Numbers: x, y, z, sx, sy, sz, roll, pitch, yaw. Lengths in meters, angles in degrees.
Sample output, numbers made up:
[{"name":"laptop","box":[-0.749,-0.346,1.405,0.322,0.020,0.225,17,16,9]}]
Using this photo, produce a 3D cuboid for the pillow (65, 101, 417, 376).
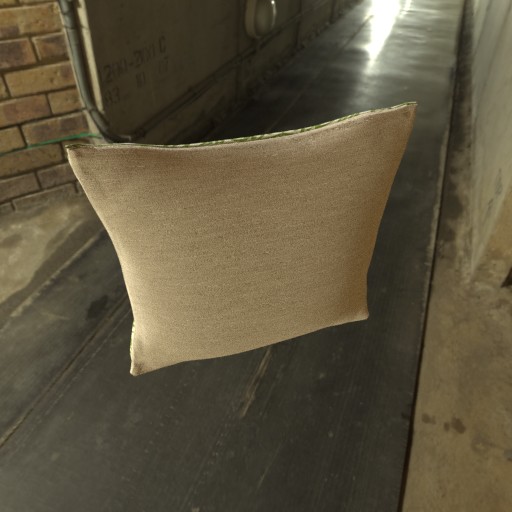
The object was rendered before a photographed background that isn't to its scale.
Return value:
[{"name":"pillow","box":[0.000,0.000,0.659,0.440,0.419,0.162,-11,42,-12]}]
